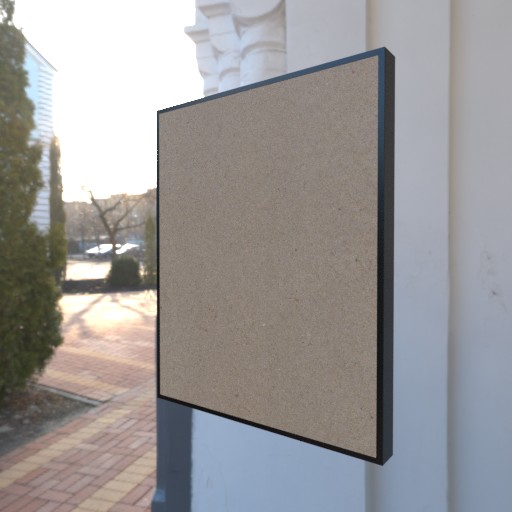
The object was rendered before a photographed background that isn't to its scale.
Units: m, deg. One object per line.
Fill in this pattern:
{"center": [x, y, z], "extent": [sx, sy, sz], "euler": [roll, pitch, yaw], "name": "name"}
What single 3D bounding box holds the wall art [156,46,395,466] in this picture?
{"center": [0.000, 0.000, 0.731], "extent": [0.448, 0.551, 0.038], "euler": [1, 1, 37], "name": "wall art"}
